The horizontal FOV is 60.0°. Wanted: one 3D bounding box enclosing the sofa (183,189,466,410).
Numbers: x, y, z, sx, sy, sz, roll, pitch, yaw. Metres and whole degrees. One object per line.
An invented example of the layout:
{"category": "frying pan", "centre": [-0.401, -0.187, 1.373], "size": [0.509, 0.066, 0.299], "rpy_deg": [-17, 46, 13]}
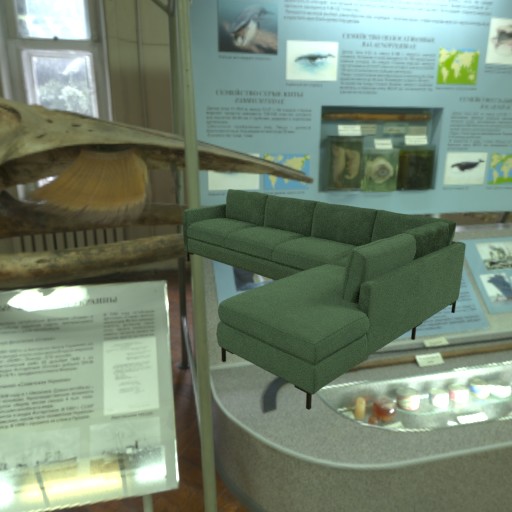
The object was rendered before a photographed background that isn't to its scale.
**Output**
{"category": "sofa", "centre": [0.000, 0.000, 3.371], "size": [1.707, 0.687, 2.486], "rpy_deg": [-15, 22, -42]}
